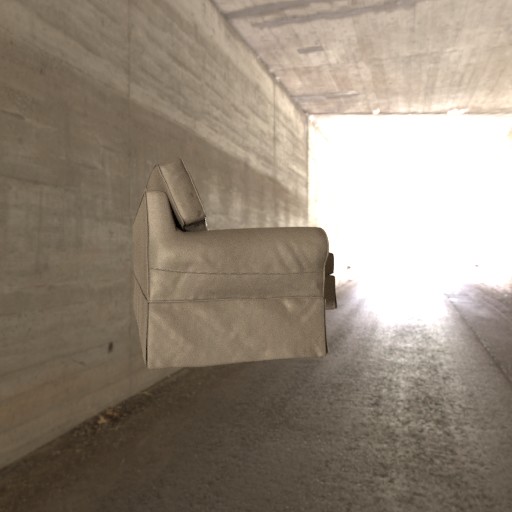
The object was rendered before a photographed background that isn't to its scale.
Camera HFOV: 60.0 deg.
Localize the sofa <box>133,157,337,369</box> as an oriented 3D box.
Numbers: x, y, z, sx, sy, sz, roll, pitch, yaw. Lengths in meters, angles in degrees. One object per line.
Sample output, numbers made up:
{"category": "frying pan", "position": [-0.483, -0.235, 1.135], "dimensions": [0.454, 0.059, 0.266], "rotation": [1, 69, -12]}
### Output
{"category": "sofa", "position": [0.000, 0.000, 3.322], "dimensions": [1.733, 0.978, 2.475], "rotation": [0, 1, -17]}
